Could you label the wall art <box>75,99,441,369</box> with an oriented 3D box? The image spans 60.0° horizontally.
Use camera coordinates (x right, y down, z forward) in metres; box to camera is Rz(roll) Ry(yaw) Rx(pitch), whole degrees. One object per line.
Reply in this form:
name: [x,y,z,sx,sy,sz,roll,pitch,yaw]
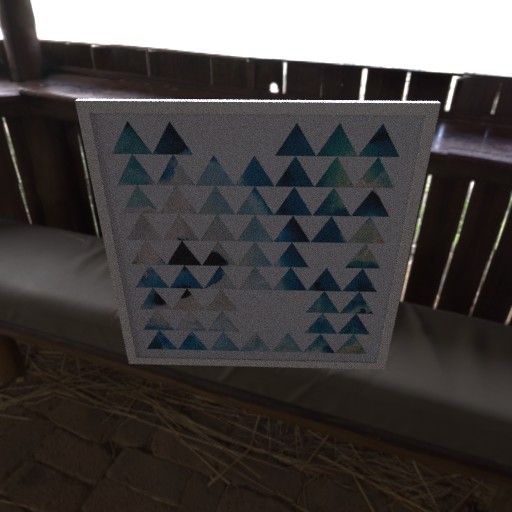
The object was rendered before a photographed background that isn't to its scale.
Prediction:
wall art: [0.000,0.000,0.825,0.557,0.557,0.012,1,31,1]
